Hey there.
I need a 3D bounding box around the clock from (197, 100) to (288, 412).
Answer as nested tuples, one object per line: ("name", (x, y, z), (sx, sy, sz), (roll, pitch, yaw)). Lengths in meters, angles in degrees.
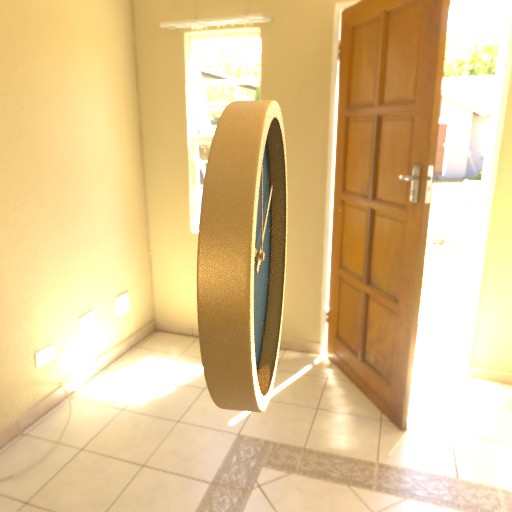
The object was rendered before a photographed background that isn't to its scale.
("clock", (0.000, 0.000, 0.474), (0.040, 0.314, 0.314), (2, 15, 8))
